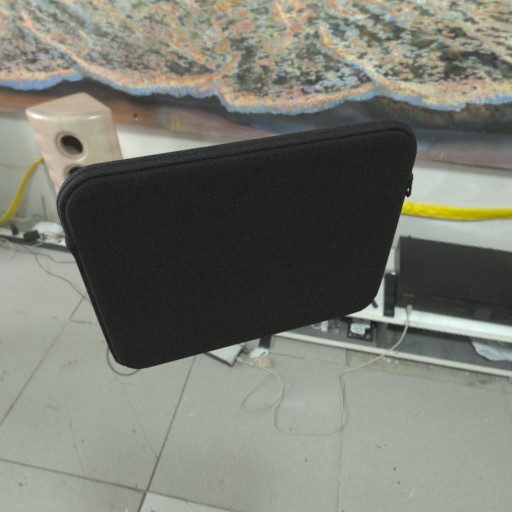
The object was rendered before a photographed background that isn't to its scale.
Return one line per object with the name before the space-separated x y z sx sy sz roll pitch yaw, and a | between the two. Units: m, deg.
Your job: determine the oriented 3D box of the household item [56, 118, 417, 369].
household item | 0.000 0.000 0.535 0.396 0.305 0.030 -12 44 -13
